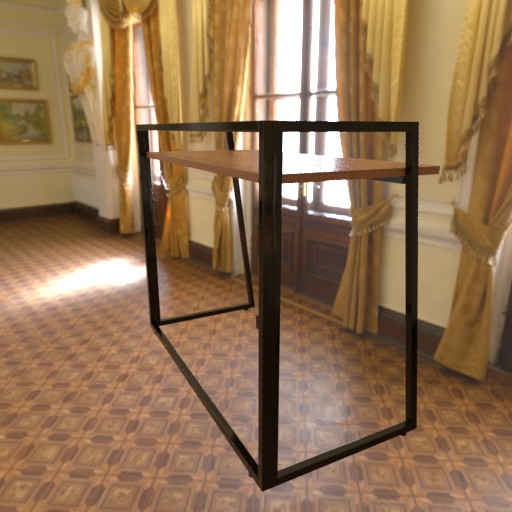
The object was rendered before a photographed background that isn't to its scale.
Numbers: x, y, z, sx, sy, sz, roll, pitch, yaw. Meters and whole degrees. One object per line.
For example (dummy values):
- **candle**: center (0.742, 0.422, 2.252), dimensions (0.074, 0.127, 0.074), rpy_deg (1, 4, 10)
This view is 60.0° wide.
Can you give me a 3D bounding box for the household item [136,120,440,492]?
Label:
- **household item**: center (0.000, 0.000, 1.502), dimensions (0.510, 0.860, 1.050), rpy_deg (-8, 18, -26)
